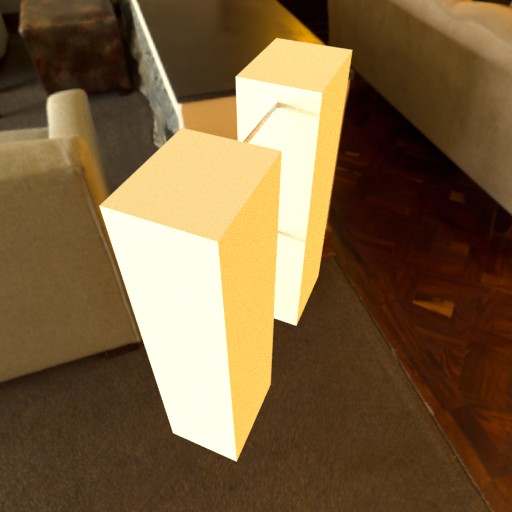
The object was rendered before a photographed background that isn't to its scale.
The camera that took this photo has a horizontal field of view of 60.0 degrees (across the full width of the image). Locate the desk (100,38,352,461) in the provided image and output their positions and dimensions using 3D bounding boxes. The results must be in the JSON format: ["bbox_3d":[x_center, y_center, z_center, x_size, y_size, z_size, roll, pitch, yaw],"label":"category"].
[{"bbox_3d":[0.000,0.000,2.826,0.480,2.000,1.770,17,48,16],"label":"desk"}]
